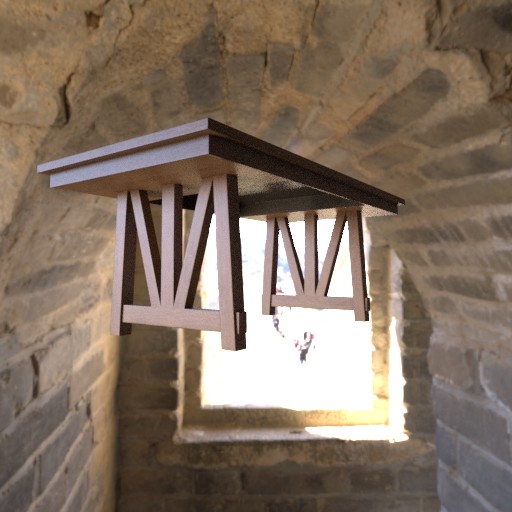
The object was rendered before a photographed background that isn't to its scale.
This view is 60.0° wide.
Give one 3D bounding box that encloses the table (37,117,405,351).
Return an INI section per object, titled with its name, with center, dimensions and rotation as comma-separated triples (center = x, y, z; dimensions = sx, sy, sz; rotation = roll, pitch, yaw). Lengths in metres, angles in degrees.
[table]
center = 0.000, 0.000, 2.400
dimensions = 1.016, 0.768, 1.881
rotation = -2, -3, 36
